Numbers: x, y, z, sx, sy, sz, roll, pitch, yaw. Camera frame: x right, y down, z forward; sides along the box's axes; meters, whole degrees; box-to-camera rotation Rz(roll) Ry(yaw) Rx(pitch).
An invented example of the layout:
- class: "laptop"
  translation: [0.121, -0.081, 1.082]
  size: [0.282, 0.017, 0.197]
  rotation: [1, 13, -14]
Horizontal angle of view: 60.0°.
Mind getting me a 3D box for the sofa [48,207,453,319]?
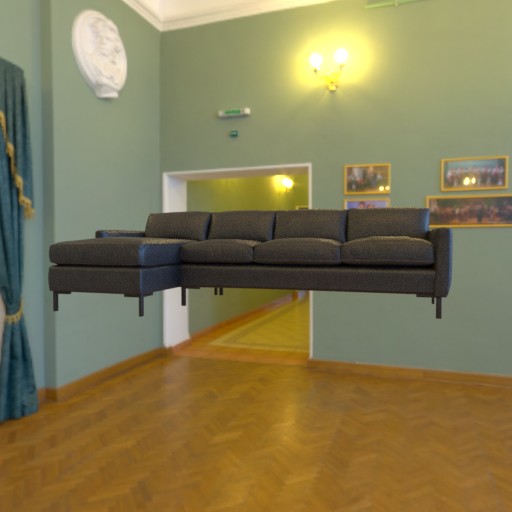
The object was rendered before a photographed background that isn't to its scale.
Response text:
- class: "sofa"
  translation: [0.000, 0.000, 3.687]
  size: [2.993, 0.859, 1.471]
  rotation: [1, 2, 18]
